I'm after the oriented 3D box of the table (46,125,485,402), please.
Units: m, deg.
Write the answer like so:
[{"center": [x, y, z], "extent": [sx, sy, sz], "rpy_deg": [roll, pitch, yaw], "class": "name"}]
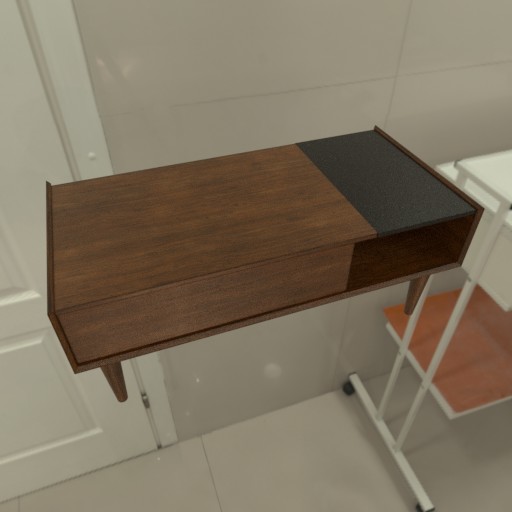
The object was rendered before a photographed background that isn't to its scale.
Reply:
[{"center": [0.000, 0.000, 1.538], "extent": [1.221, 0.508, 0.610], "rpy_deg": [-13, 43, -15], "class": "table"}]
